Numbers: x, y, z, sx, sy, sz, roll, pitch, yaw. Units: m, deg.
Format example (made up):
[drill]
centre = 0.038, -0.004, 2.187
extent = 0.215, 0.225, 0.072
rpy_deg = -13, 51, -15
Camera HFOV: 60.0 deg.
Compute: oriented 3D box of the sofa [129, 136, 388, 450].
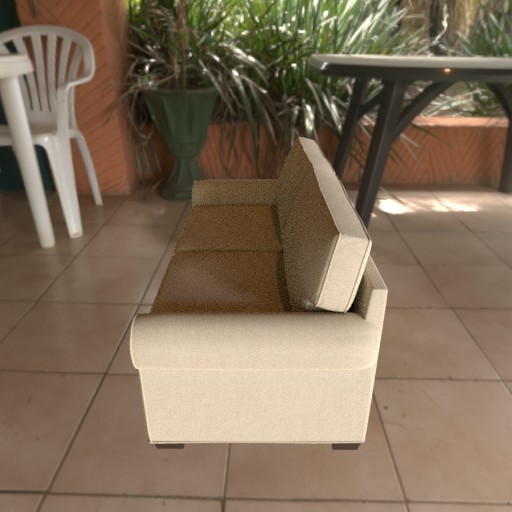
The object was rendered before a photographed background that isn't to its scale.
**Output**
[sofa]
centre = 0.000, 0.000, 2.269
extent = 0.861, 0.933, 1.774
rpy_deg = 0, 26, 0
